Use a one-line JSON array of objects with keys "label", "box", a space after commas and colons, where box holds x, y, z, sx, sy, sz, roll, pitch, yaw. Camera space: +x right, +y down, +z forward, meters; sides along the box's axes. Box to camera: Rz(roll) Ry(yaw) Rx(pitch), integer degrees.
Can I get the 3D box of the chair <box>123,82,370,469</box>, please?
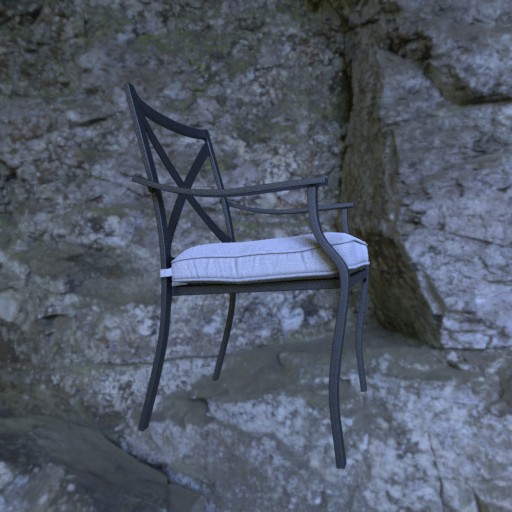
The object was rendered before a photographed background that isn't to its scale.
[{"label": "chair", "box": [0.000, 0.000, 1.280, 0.620, 0.889, 0.575, 0, 1, 19]}]
